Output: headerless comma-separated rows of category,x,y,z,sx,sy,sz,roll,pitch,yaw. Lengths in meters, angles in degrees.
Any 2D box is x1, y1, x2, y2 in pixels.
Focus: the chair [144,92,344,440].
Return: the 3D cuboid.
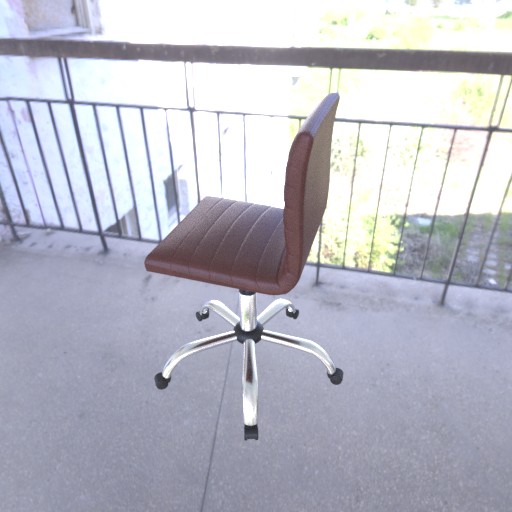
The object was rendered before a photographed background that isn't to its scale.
chair,0.000,0.000,1.170,0.530,0.780,0.556,9,32,14
